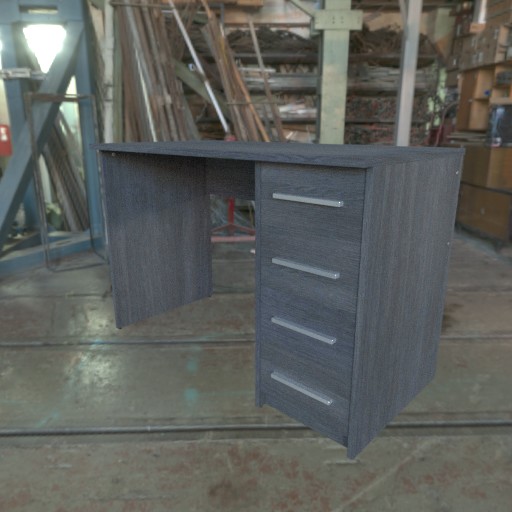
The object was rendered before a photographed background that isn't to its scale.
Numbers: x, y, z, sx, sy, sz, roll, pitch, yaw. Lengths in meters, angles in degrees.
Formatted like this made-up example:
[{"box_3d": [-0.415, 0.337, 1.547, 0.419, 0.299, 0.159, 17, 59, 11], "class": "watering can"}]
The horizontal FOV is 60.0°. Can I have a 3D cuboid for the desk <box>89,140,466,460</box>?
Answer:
[{"box_3d": [0.000, 0.000, 1.510, 1.096, 0.730, 0.560, 15, 22, 41], "class": "desk"}]
